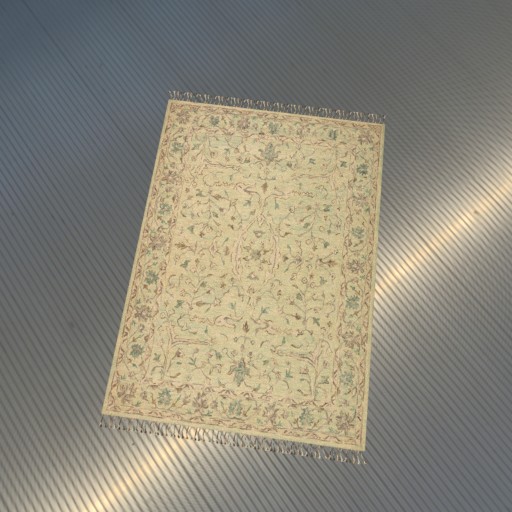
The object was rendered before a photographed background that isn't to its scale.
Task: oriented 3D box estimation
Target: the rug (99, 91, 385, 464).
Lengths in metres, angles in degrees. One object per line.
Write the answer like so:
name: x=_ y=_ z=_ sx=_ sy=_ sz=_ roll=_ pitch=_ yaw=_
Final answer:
rug: x=0.000 y=0.000 z=2.251 sx=1.247 sy=0.008 sz=1.802 roll=7 pitch=74 yaw=2
